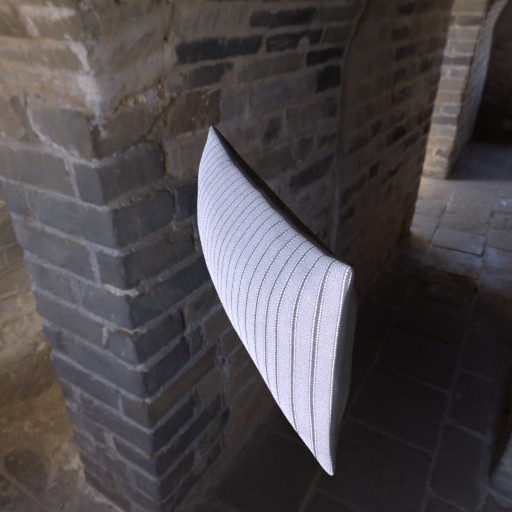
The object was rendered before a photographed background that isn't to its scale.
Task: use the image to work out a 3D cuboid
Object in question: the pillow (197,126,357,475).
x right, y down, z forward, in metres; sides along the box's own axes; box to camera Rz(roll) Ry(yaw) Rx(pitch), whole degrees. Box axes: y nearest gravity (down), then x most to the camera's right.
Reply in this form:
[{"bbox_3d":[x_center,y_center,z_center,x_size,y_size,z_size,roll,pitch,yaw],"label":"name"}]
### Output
[{"bbox_3d":[0.000,0.000,0.722,0.151,0.305,0.609,-9,31,-15],"label":"pillow"}]
